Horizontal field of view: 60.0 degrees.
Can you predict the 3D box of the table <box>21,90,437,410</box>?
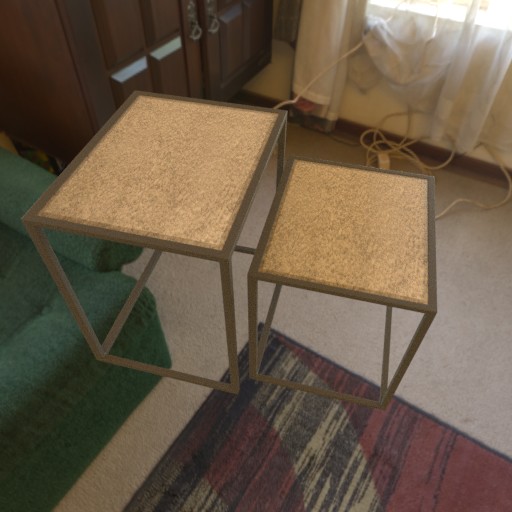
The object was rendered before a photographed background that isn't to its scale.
[{"bbox_3d":[0.000,0.000,1.138,0.788,0.540,0.508,11,49,10],"label":"table"}]
